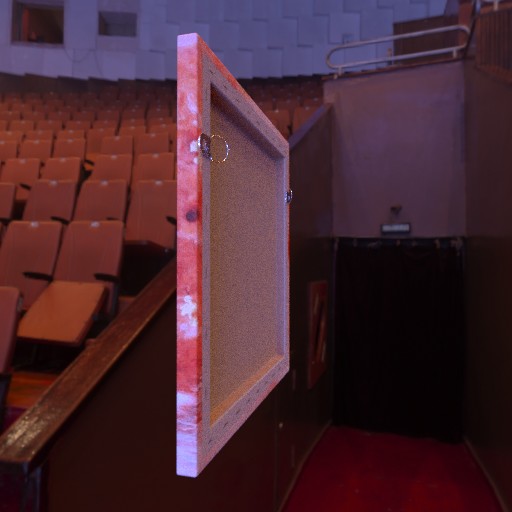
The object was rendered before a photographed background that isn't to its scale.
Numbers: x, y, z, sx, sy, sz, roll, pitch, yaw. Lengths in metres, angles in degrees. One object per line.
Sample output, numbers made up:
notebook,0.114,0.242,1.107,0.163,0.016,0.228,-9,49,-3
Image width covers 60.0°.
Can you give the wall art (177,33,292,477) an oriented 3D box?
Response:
wall art,0.000,0.000,1.100,0.064,0.746,0.747,0,-1,16
